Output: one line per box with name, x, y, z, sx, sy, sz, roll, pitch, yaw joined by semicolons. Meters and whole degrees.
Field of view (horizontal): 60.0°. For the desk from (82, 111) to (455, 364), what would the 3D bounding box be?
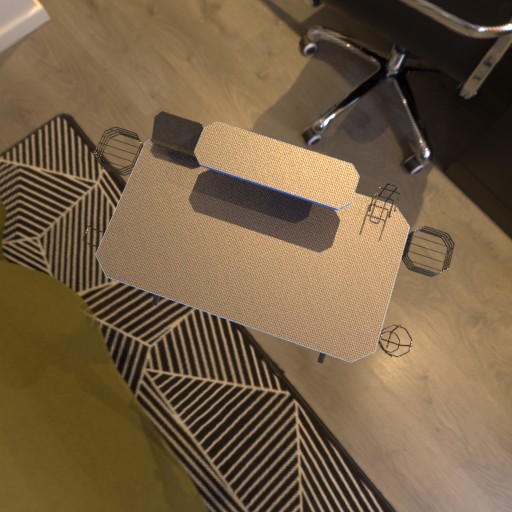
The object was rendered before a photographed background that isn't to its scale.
desk;0.000;0.000;1.791;1.295;0.909;0.594;19;77;4
